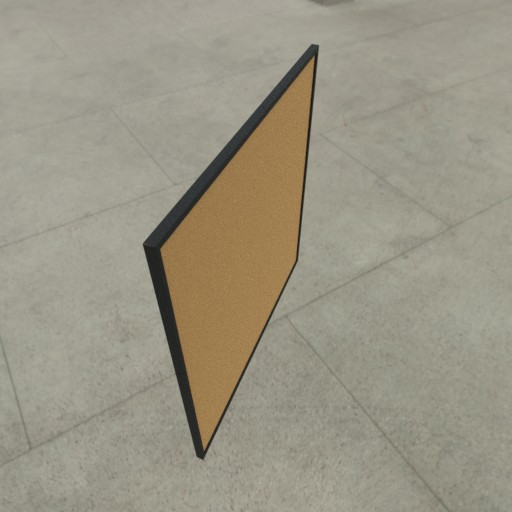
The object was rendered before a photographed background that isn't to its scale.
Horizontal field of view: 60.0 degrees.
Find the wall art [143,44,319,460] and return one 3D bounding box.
[{"bbox_3d":[0.000,0.000,0.667,0.013,0.457,0.458,16,48,15],"label":"wall art"}]
